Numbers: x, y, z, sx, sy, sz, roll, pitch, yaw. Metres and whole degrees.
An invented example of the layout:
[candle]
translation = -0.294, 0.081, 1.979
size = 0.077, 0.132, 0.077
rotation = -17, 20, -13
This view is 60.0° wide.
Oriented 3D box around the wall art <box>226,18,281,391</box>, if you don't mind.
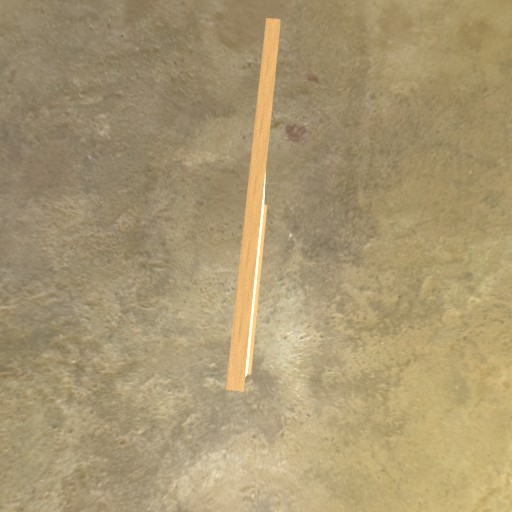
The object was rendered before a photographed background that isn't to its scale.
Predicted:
[wall art]
translation = 0.000, 0.000, 1.844
size = 0.040, 1.510, 0.991
rotation = 5, 76, 1
